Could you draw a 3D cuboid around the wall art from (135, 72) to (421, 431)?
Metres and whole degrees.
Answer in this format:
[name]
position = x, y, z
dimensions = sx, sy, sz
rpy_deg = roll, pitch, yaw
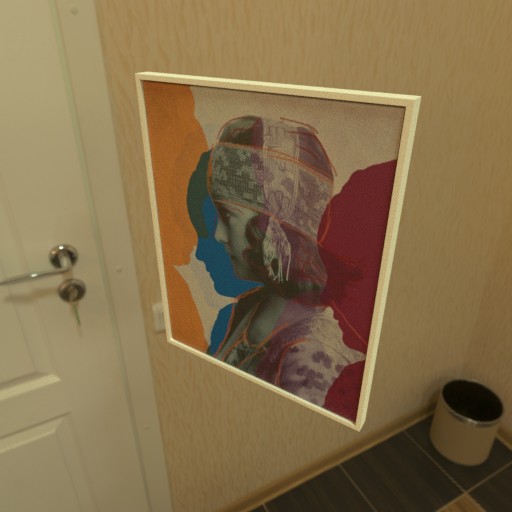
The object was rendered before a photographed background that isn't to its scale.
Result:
[wall art]
position = 0.000, 0.000, 0.748
dimensions = 0.443, 0.549, 0.030
rpy_deg = 17, 33, 28
